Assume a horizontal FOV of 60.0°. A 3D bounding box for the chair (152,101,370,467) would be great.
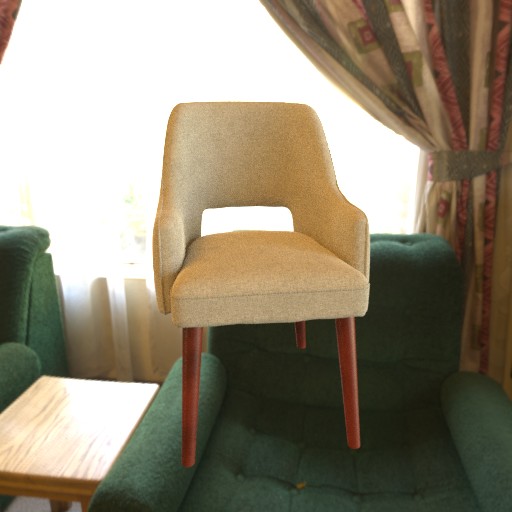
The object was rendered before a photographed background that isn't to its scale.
[{"bbox_3d":[0.000,0.000,1.244,0.548,0.849,0.605,-2,17,-8],"label":"chair"}]
